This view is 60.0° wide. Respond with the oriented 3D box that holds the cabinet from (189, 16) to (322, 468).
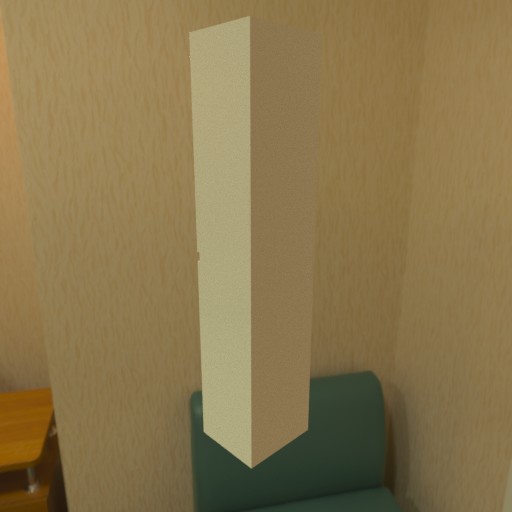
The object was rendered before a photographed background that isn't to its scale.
[{"bbox_3d":[0.000,0.000,1.527,0.300,1.400,0.269,-14,21,-42],"label":"cabinet"}]
